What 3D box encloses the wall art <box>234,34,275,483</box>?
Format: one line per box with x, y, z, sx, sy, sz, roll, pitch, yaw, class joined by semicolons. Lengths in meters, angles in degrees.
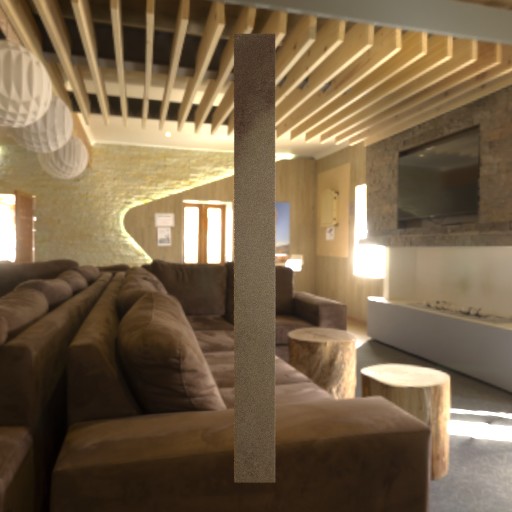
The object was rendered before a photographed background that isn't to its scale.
0.000;0.000;0.451;0.028;0.303;0.303;0;1;0;wall art
